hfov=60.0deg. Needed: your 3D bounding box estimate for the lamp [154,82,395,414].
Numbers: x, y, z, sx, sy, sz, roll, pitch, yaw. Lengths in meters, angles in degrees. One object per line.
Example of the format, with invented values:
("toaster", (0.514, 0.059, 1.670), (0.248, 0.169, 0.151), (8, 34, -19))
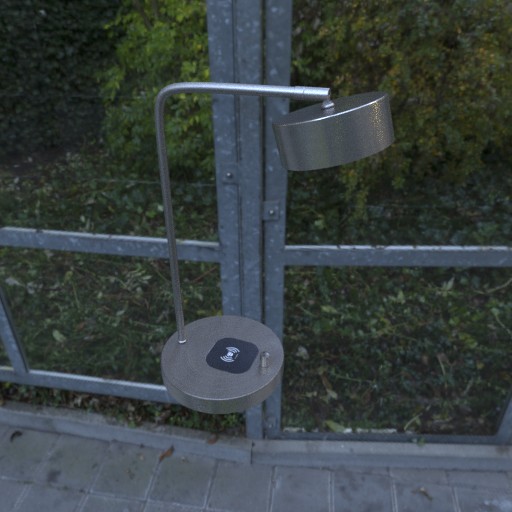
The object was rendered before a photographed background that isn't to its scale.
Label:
("lamp", (0.000, 0.000, 0.641), (0.334, 0.469, 0.211), (11, 31, 19))
